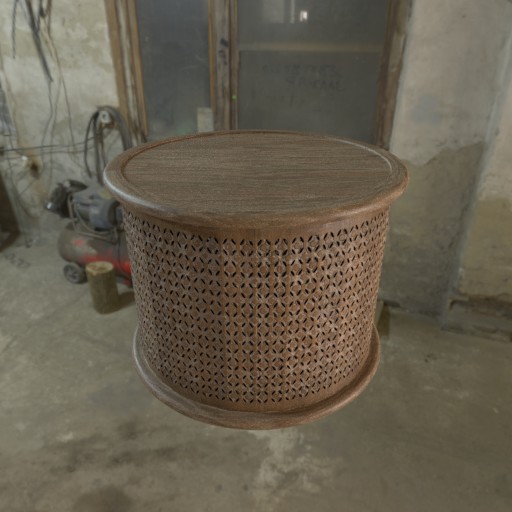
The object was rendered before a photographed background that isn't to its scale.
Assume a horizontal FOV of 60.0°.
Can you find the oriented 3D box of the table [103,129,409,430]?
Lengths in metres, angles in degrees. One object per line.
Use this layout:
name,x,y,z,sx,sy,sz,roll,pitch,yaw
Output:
table,0.000,0.000,1.016,0.607,0.450,0.607,0,28,0
